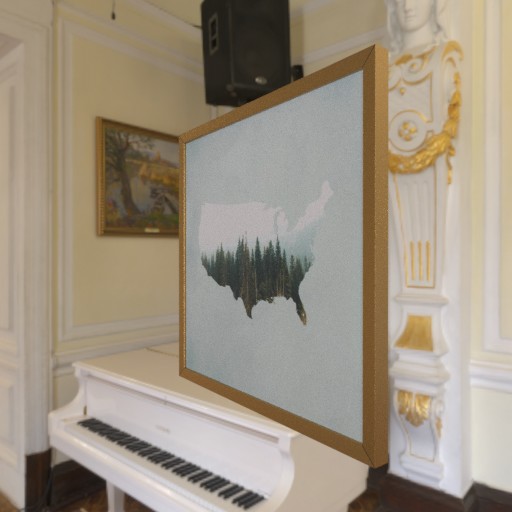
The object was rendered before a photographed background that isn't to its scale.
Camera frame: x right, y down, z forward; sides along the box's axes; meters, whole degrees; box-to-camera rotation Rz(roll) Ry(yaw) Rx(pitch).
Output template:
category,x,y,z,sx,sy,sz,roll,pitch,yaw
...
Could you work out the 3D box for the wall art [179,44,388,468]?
category,x,y,z,sx,sy,sz,roll,pitch,yaw
wall art,0.000,0.000,1.111,0.038,0.762,0.762,0,0,-37
